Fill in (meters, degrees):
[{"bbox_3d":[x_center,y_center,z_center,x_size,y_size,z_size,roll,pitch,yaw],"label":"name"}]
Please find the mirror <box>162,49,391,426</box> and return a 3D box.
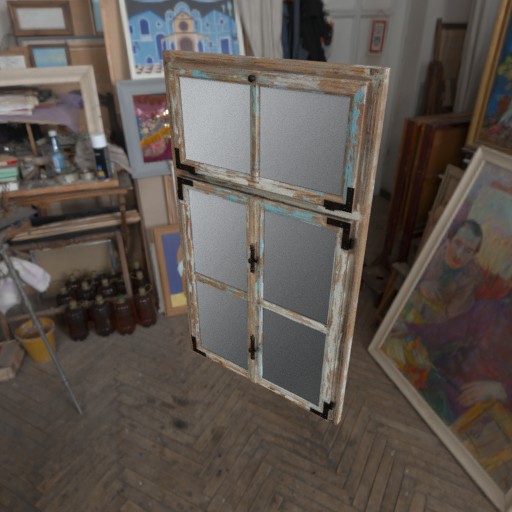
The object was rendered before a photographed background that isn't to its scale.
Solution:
[{"bbox_3d":[0.000,0.000,1.483,0.707,1.213,0.083,19,35,29],"label":"mirror"}]
